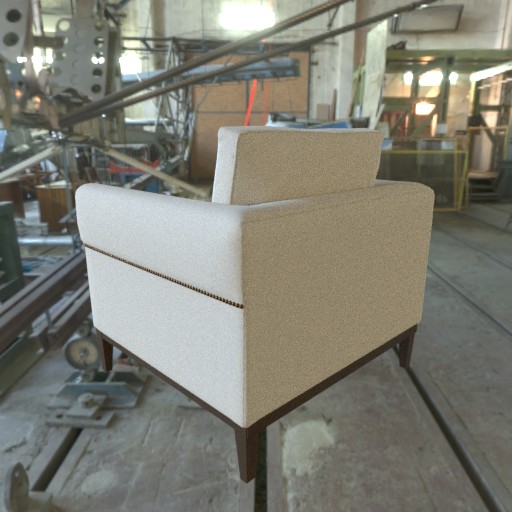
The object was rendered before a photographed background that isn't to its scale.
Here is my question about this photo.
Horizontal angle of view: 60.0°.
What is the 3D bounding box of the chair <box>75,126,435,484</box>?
[{"bbox_3d":[0.000,0.000,1.646,0.982,0.915,0.896,-14,21,-42],"label":"chair"}]
